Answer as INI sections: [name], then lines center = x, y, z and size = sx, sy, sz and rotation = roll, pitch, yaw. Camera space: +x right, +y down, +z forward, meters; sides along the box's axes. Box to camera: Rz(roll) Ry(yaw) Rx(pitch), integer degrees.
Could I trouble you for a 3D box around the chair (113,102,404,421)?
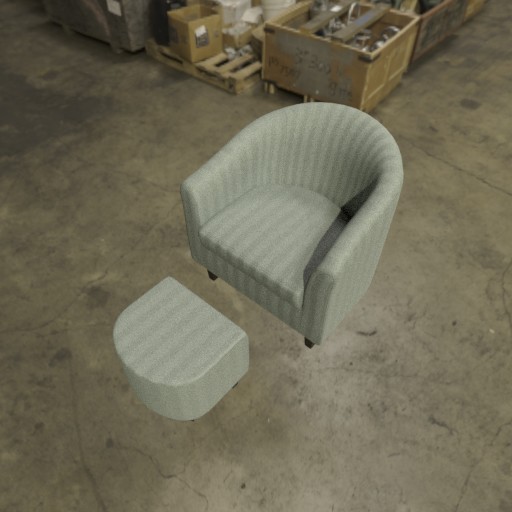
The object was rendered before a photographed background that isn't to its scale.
[chair]
center = 0.000, 0.000, 1.772
size = 0.756, 0.757, 1.288
rotation = 32, 55, 26
